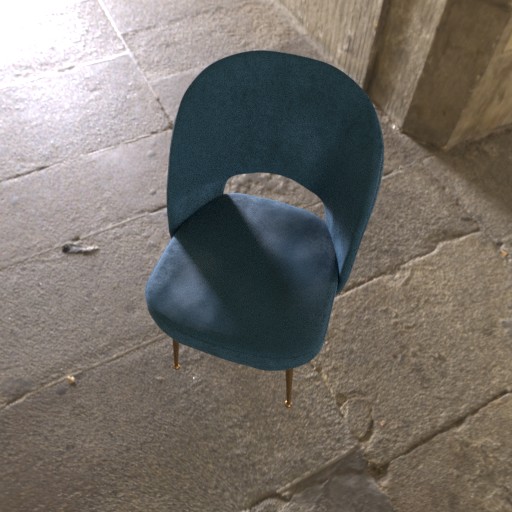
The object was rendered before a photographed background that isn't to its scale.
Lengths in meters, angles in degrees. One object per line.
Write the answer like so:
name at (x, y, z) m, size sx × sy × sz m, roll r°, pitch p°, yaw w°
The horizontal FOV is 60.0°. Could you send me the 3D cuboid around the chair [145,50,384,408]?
chair at (0.000, 0.000, 1.226) m, size 0.527 × 0.860 × 0.577 m, roll 16°, pitch 59°, yaw 10°
